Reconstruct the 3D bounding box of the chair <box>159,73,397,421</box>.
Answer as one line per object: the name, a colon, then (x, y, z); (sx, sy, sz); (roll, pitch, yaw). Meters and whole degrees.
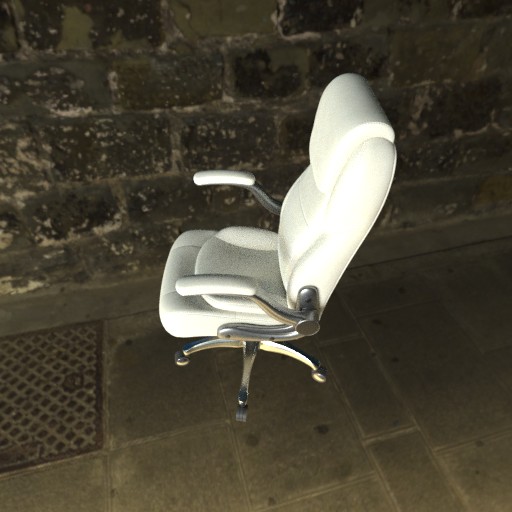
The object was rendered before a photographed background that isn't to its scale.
chair: (0.000, 0.000, 1.809); (0.806, 1.330, 0.755); (-1, 42, -1)
